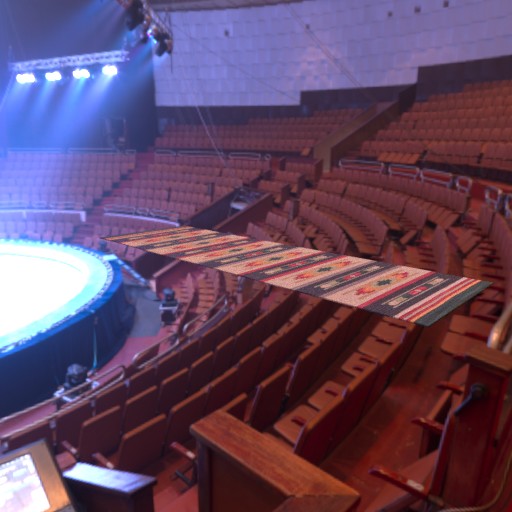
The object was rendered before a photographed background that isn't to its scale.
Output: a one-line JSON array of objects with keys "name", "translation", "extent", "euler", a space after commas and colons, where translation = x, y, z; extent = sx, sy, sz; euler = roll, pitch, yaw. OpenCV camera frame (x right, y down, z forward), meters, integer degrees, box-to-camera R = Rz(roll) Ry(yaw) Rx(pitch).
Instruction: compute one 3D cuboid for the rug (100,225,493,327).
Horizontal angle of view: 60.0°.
[{"name": "rug", "translation": [0.000, 0.000, 2.684], "extent": [2.440, 0.009, 0.760], "euler": [12, 18, 42]}]
